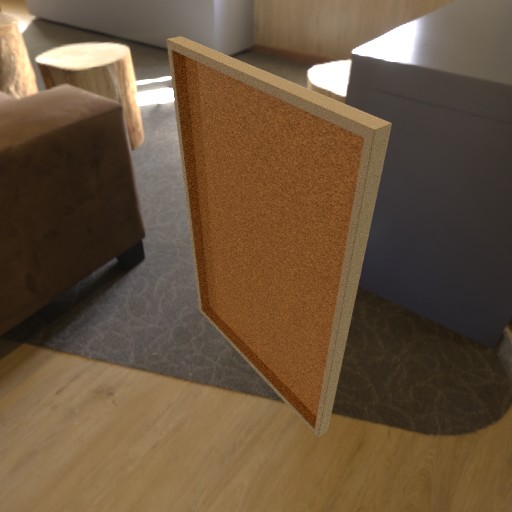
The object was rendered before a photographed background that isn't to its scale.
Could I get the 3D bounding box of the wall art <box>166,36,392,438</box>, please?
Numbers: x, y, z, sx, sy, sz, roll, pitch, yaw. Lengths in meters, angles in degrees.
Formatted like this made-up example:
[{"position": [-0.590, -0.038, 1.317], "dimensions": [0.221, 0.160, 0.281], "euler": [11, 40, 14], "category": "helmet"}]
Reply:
[{"position": [0.000, 0.000, 1.137], "dimensions": [0.038, 0.914, 0.610], "euler": [-27, 48, -28], "category": "wall art"}]
